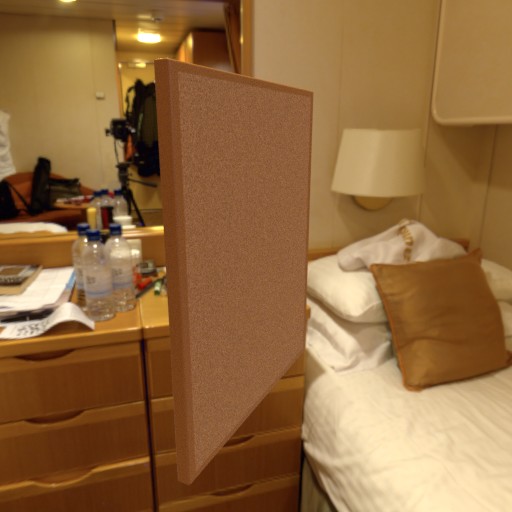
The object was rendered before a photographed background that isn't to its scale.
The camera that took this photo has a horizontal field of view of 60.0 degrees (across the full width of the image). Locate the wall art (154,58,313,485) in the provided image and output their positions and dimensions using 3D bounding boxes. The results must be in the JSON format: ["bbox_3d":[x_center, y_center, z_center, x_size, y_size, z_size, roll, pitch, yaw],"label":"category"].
[{"bbox_3d":[0.000,0.000,0.510,0.015,0.379,0.310,8,17,26],"label":"wall art"}]
